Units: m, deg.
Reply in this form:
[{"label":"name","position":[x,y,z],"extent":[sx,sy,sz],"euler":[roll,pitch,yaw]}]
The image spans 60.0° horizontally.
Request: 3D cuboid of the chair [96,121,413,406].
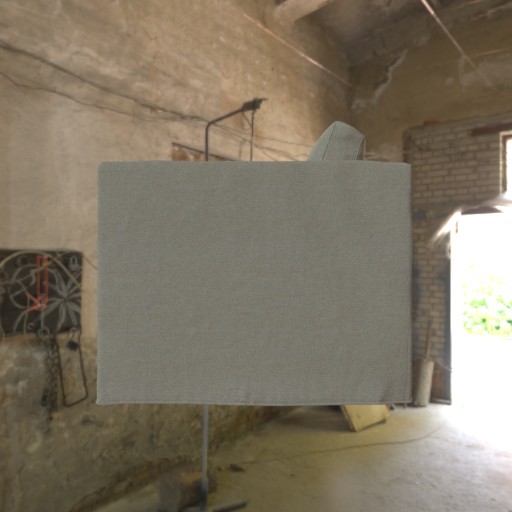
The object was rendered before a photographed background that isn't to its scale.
[{"label":"chair","position":[0.000,0.000,1.788],"extent":[0.949,0.863,1.057],"euler":[0,0,1]}]
